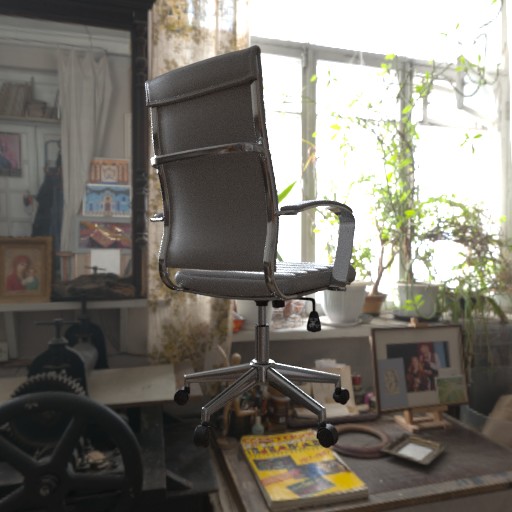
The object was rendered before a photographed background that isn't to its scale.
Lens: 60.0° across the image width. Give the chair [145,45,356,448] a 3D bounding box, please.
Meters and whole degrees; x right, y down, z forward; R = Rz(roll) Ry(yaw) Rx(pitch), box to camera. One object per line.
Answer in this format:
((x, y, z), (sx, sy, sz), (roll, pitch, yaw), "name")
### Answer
((0.000, 0.000, 1.568), (0.679, 1.149, 0.667), (1, 2, 36), "chair")
